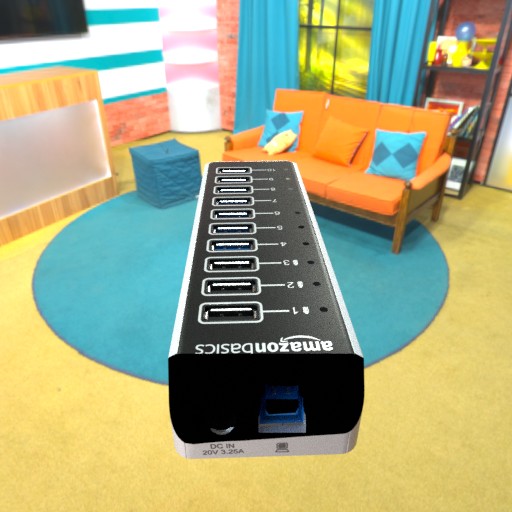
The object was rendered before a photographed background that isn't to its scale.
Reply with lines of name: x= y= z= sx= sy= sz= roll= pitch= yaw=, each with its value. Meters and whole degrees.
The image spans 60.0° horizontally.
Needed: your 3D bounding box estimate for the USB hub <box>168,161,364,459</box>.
USB hub: x=0.000 y=0.000 z=0.160 sx=0.044 sy=0.023 sz=0.145 roll=-1 pitch=31 yaw=-2
